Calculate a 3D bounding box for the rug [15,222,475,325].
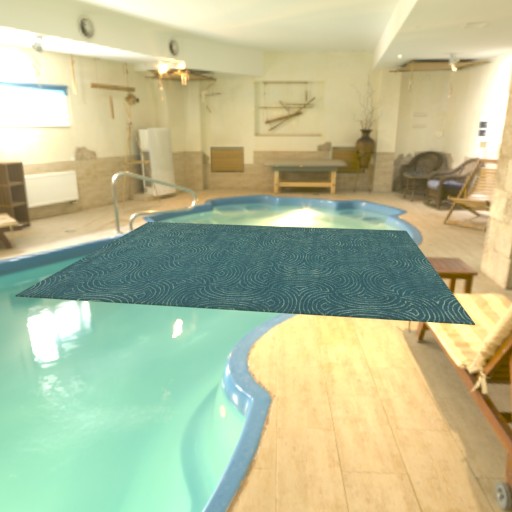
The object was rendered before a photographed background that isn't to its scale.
[{"bbox_3d":[0.000,0.000,4.025,3.033,0.012,2.432,3,17,8],"label":"rug"}]
